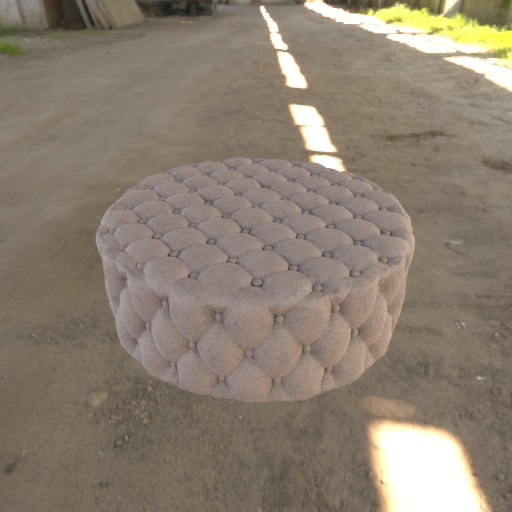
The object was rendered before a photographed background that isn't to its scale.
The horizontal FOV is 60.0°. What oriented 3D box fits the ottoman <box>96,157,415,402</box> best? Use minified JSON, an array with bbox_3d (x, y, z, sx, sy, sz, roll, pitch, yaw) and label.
[{"bbox_3d":[0.000,0.000,1.509,0.998,0.399,0.998,0,32,0],"label":"ottoman"}]
